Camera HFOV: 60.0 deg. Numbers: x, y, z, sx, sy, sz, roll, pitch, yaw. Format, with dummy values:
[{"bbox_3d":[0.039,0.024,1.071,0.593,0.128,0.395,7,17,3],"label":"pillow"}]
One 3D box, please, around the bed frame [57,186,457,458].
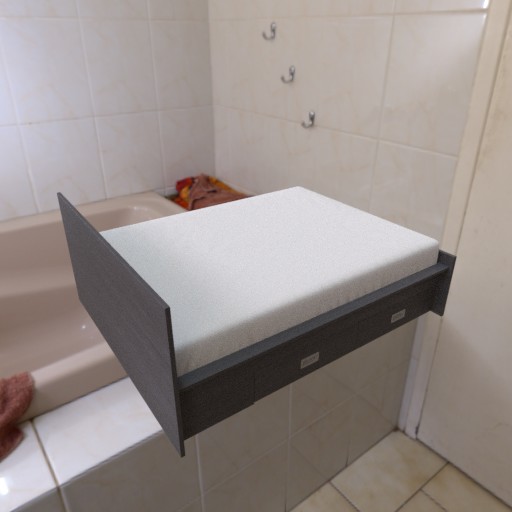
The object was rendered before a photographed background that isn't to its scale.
[{"bbox_3d":[0.000,0.000,2.909,1.960,0.800,1.622,-18,32,-31],"label":"bed frame"}]
